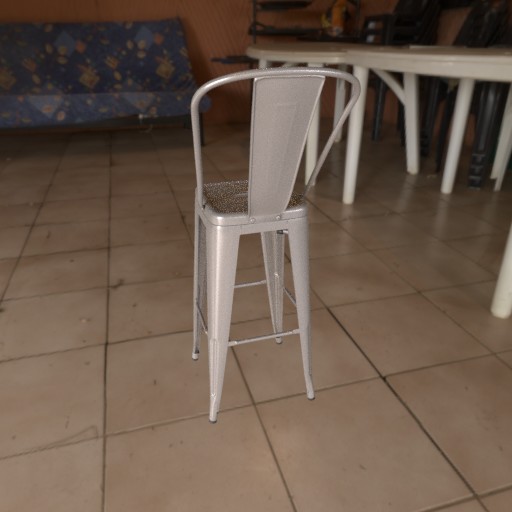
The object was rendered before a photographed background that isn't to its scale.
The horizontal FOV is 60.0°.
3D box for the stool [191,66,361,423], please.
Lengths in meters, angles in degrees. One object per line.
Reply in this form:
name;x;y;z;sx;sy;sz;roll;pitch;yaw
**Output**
stool;0.000;0.000;1.360;0.399;1.096;0.513;-8;27;-15
